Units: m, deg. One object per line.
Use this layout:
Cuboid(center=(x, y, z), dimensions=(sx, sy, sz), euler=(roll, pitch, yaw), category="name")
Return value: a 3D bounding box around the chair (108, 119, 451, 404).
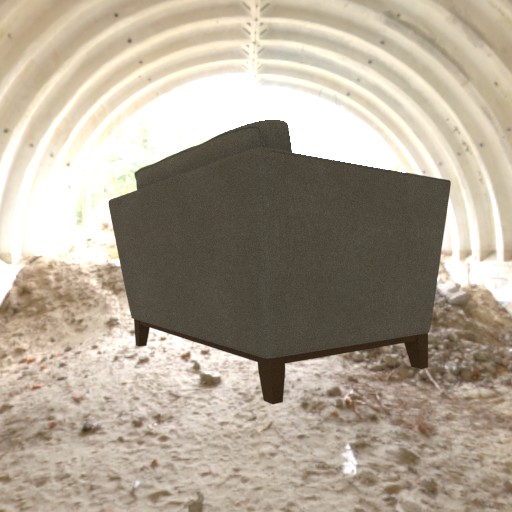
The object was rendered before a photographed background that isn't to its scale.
Cuboid(center=(0.000, 0.000, 2.083), dimensions=(0.965, 0.942, 1.396), euler=(0, -1, -36), category="chair")
